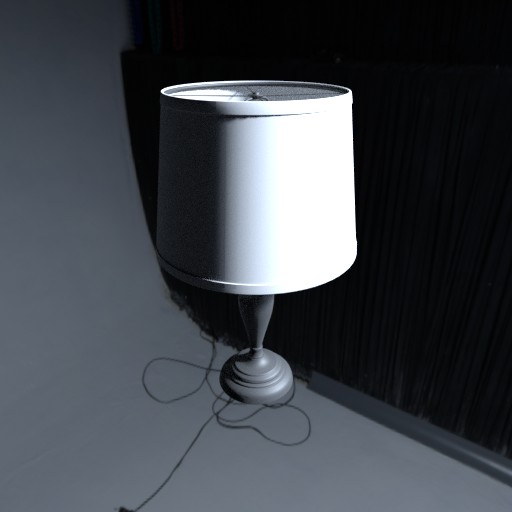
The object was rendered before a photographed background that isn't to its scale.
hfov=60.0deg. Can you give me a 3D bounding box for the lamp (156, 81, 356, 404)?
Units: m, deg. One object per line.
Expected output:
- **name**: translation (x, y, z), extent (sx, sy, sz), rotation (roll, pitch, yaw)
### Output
- **lamp**: translation (0.000, 0.000, 0.708), extent (0.310, 0.501, 0.310), rotation (0, 26, 0)
